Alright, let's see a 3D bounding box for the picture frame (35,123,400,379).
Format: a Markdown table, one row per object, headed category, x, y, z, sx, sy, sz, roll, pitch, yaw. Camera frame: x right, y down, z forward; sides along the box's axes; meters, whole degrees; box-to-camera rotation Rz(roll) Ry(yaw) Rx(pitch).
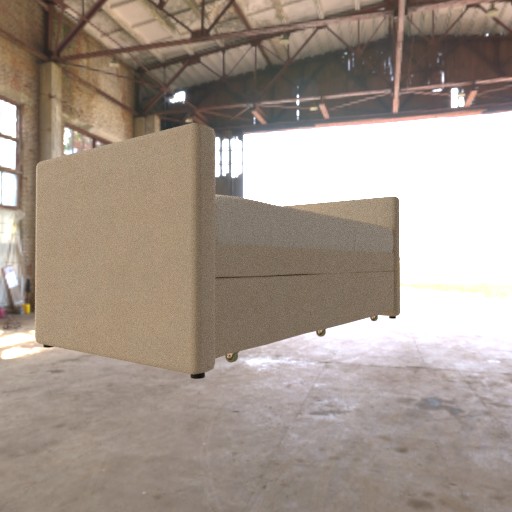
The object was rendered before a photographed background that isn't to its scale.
| category | x | y | z | sx | sy | sz | roll | pitch | yaw |
| --- | --- | --- | --- | --- | --- | --- | --- | --- | --- |
| picture frame | 0.000 | 0.000 | 2.688 | 1.069 | 0.891 | 2.161 | -1 | -1 | 36 |
